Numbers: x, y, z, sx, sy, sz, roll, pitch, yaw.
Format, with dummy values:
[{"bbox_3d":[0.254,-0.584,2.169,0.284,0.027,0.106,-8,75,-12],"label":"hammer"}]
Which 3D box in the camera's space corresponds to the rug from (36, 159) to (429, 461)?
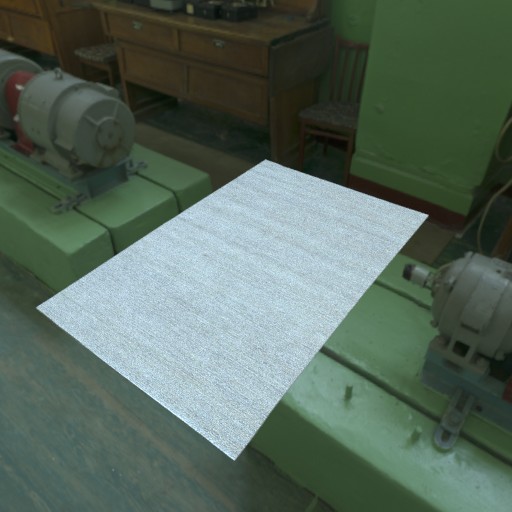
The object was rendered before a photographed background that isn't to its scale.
[{"bbox_3d":[0.000,0.000,2.319,1.179,0.022,1.820,26,46,28],"label":"rug"}]
